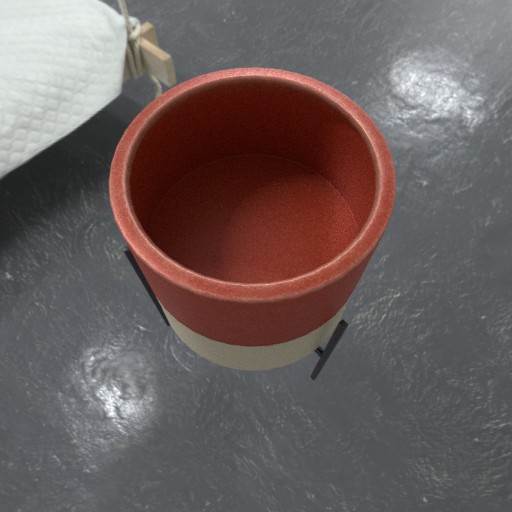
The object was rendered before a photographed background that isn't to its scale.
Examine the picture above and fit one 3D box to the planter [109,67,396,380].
[{"bbox_3d":[0.000,0.000,0.521,0.235,0.354,0.251,18,65,9],"label":"planter"}]
